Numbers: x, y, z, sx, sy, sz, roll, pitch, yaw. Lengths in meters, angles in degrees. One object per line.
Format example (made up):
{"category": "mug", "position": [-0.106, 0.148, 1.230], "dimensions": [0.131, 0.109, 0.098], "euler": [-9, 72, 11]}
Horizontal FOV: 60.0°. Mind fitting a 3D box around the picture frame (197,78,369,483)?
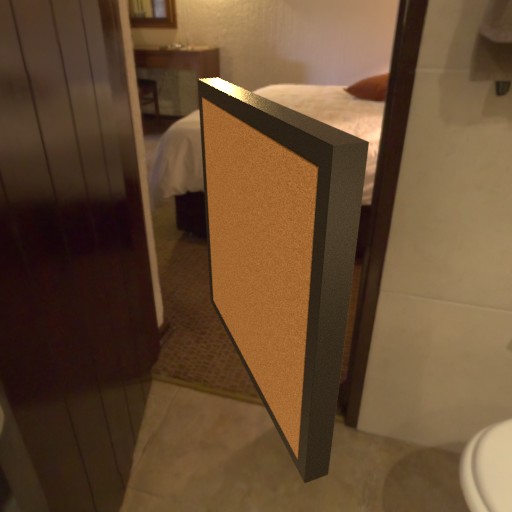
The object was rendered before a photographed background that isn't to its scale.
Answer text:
{"category": "picture frame", "position": [0.000, 0.000, 0.526], "dimensions": [0.029, 0.353, 0.355], "euler": [-11, 31, -18]}
